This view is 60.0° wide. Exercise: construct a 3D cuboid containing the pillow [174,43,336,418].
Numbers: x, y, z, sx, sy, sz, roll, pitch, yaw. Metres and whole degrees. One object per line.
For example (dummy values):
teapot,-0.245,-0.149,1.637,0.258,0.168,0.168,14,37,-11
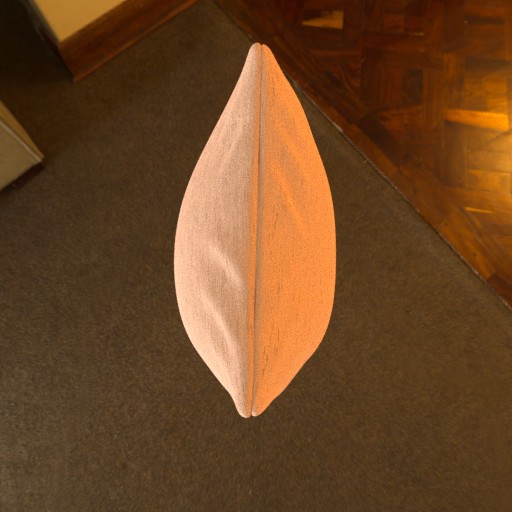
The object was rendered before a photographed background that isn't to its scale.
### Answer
pillow,0.000,0.000,0.673,0.246,0.415,0.432,1,76,0
